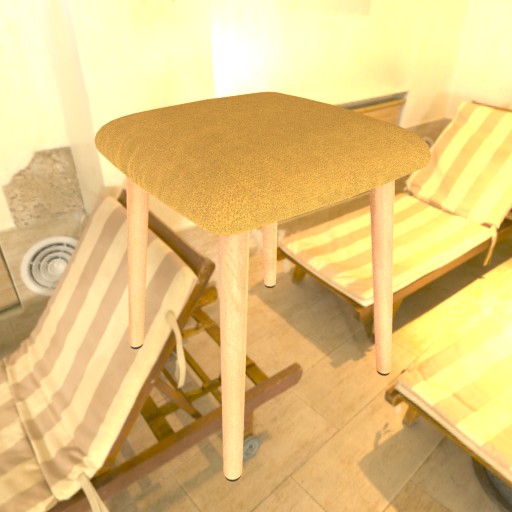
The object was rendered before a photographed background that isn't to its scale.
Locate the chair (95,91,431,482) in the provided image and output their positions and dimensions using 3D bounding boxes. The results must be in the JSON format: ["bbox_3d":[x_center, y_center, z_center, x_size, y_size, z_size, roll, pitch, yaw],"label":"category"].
[{"bbox_3d":[0.000,0.000,0.689,0.350,0.440,0.350,-22,38,-31],"label":"chair"}]
